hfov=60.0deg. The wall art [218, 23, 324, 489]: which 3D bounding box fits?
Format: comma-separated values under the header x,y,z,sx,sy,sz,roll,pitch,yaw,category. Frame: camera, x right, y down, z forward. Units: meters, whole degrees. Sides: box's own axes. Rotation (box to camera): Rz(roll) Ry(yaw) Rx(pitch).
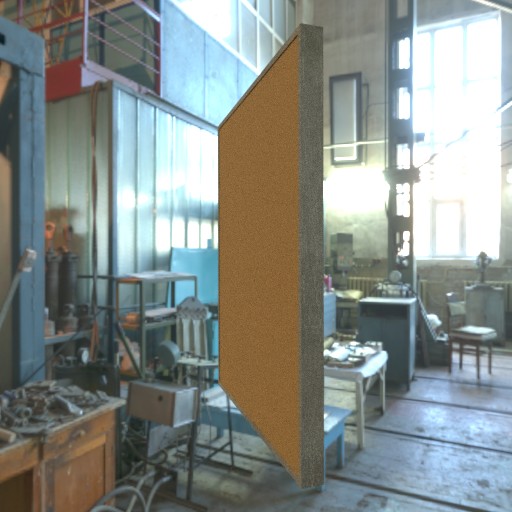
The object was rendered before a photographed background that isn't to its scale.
x,y,z,sx,sy,sz,roll,pitch,yaw,category
0.000,0.000,0.701,0.032,0.521,0.421,0,0,-18,wall art
